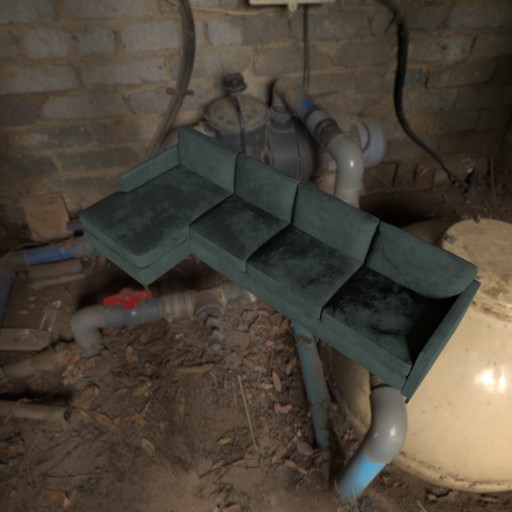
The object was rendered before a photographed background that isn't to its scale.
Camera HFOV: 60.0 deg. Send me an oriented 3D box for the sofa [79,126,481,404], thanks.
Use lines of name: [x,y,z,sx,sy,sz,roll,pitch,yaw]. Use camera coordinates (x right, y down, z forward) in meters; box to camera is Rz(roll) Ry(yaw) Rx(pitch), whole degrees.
sofa: [0.000,0.000,4.015,3.400,0.967,1.500,31,53,27]
